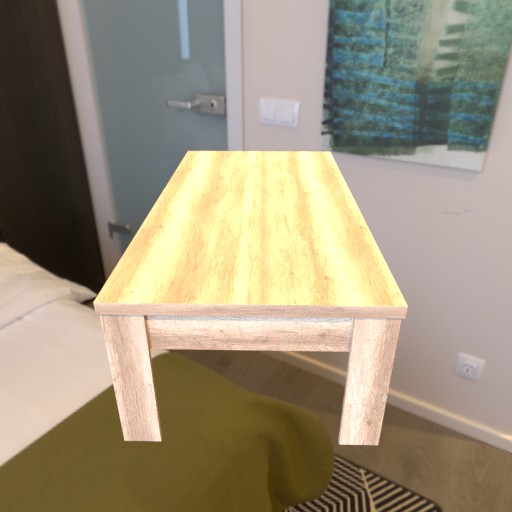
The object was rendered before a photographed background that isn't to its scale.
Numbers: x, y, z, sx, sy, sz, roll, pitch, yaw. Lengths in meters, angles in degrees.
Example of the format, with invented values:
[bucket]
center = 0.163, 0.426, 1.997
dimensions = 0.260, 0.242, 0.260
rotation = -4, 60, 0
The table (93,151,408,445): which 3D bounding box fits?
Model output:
[table]
center = 0.000, 0.000, 1.690
dimensions = 0.700, 0.460, 1.350
rotation = 1, 27, 1
